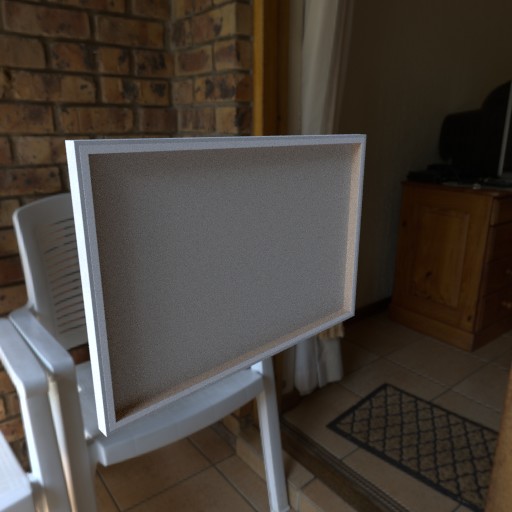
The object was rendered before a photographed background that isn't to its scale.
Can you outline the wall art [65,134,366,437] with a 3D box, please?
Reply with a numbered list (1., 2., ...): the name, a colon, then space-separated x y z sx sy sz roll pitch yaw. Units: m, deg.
1. wall art: 0.000 0.000 1.174 0.915 0.610 0.038 -15 22 -42
